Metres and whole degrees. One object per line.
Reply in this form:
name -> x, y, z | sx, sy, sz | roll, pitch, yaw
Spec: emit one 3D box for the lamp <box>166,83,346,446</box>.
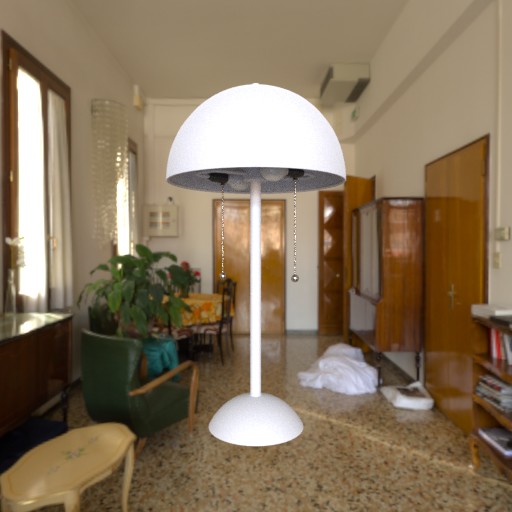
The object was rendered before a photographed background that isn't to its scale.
lamp -> 0.000, 0.000, 0.430 | 0.171, 0.330, 0.171 | 0, 1, 0
